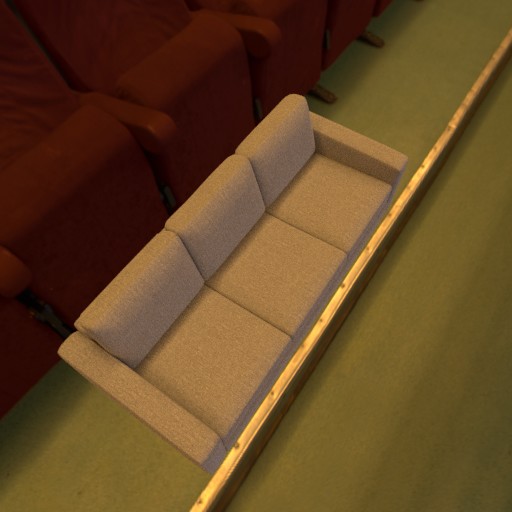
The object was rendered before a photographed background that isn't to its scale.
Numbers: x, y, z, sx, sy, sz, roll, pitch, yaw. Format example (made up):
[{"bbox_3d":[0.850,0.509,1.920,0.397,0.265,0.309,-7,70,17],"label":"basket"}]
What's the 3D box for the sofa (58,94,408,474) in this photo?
[{"bbox_3d":[0.000,0.000,2.568,0.900,0.800,2.120,30,64,17],"label":"sofa"}]
